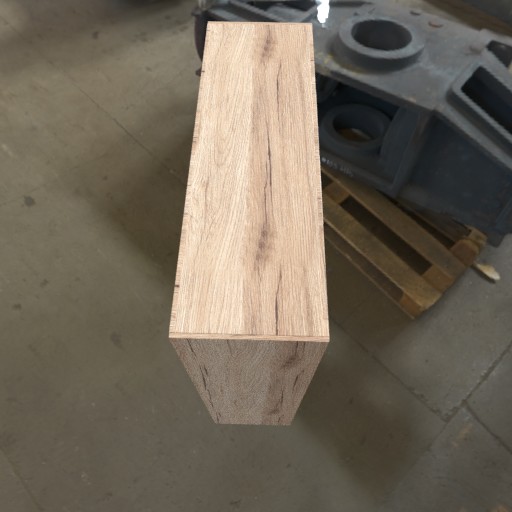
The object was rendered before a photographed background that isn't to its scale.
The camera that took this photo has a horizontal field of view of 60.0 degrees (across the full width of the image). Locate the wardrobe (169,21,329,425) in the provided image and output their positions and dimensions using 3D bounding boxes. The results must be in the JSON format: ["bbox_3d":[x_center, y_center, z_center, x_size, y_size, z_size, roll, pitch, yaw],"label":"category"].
[{"bbox_3d":[0.000,0.000,2.919,0.580,2.070,1.810,1,61,1],"label":"wardrobe"}]
